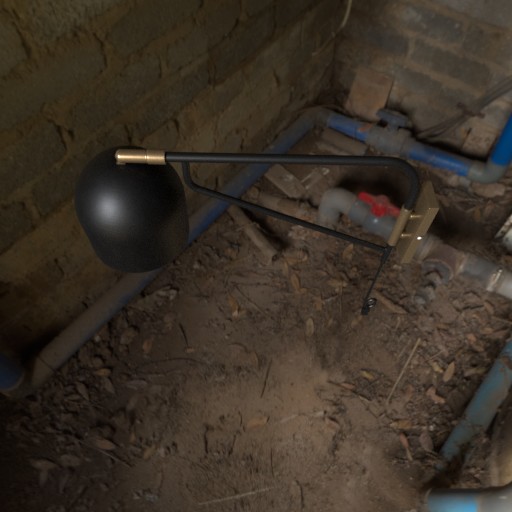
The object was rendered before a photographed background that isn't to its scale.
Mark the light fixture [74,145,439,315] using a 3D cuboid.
[{"bbox_3d":[0.000,0.000,1.072,0.720,0.696,0.215,-1,57,-1],"label":"light fixture"}]
